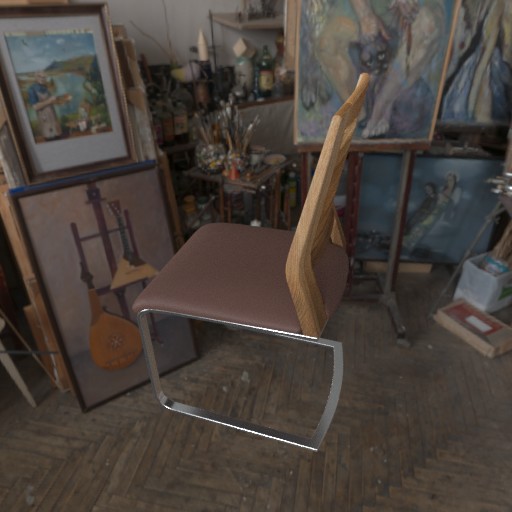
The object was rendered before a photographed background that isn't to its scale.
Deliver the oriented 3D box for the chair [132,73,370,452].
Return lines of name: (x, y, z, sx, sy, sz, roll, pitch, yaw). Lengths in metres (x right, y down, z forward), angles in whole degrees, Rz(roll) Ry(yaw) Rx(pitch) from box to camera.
chair: (0.000, 0.000, 1.254, 0.570, 0.970, 0.460, 10, 34, 15)
